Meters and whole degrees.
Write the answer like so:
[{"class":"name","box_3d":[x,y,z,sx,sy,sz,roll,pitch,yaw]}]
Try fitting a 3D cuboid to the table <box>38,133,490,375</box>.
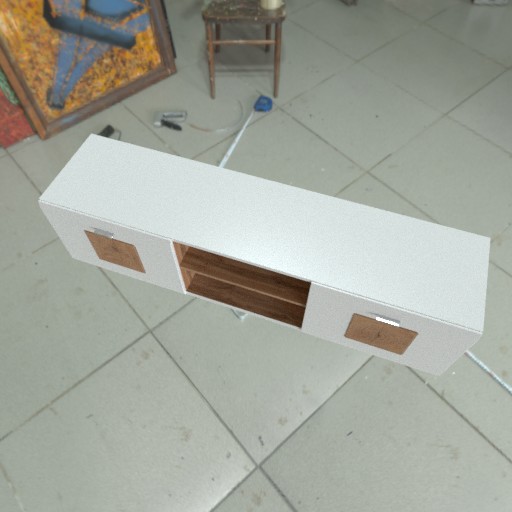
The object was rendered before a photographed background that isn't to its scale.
[{"class":"table","box_3d":[0.000,0.000,1.729,1.550,0.440,0.400,16,59,10]}]
